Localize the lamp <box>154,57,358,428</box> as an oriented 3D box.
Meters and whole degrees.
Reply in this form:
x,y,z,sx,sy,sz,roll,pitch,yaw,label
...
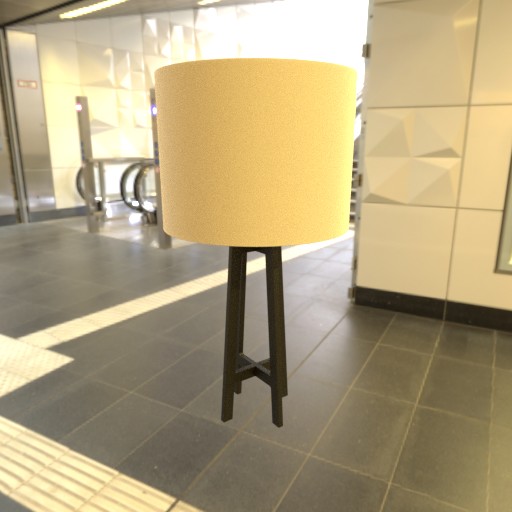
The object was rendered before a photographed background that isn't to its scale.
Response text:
x,y,z,sx,sy,sz,roll,pitch,yaw,label
0.000,0.000,0.634,0.257,0.489,0.257,2,15,9,lamp
